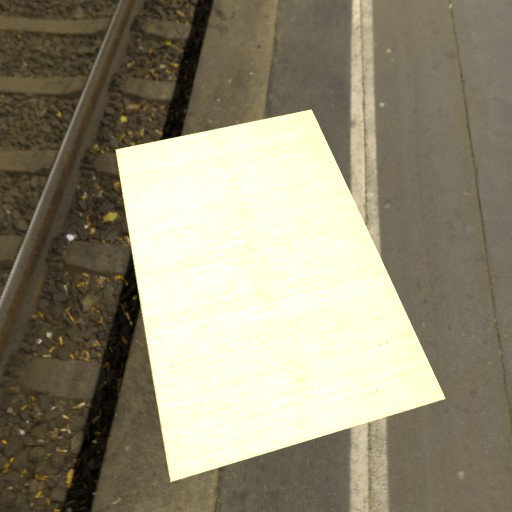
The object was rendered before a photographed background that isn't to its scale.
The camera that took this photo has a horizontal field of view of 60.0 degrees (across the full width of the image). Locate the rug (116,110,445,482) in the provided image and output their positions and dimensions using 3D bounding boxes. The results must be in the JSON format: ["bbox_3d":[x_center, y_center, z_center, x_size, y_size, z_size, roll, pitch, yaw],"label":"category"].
[{"bbox_3d":[0.000,0.000,2.328,1.250,0.015,1.850,-14,63,-7],"label":"rug"}]
